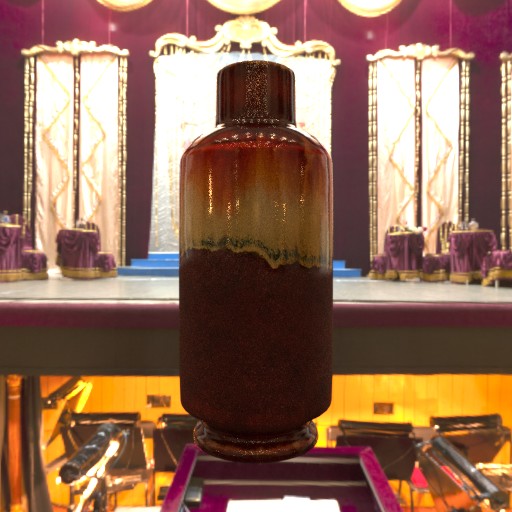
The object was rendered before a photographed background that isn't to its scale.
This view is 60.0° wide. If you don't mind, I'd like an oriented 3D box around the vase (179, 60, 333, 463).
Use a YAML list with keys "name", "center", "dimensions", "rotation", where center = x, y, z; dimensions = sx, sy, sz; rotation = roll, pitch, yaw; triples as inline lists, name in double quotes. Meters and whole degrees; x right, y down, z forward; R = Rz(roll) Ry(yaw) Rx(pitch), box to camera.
- name: "vase"
  center: [0.000, 0.000, 0.323]
  dimensions: [0.111, 0.261, 0.111]
  rotation: [0, 0, 0]
